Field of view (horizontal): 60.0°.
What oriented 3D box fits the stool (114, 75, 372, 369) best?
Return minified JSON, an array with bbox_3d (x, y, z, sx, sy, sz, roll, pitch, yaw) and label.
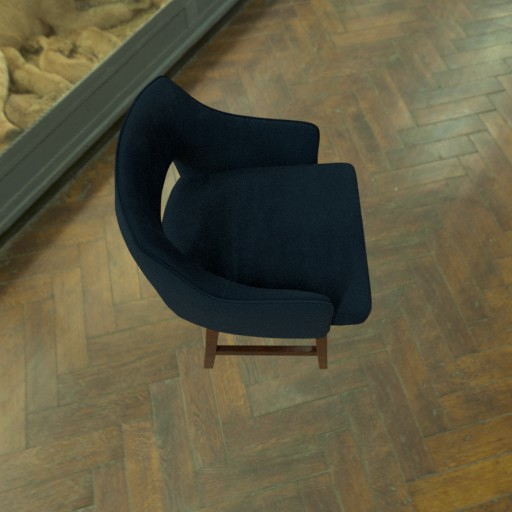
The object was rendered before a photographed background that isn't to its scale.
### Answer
[{"bbox_3d":[0.000,0.000,1.270,0.560,0.940,0.550,0,62,0],"label":"stool"}]
